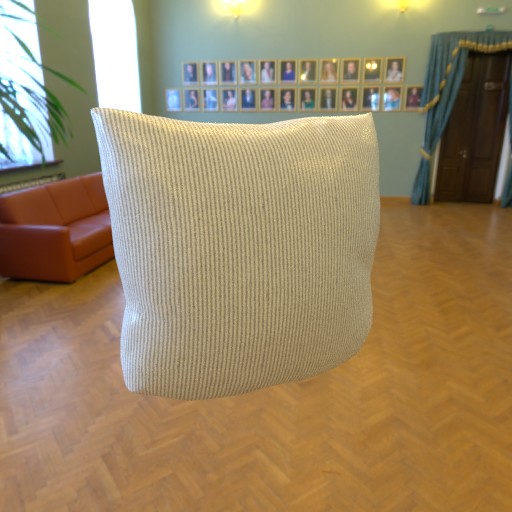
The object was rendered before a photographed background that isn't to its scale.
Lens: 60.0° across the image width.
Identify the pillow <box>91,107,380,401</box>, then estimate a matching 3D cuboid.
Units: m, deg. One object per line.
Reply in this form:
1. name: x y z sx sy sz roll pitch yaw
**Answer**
1. pillow: 0.000 0.000 0.685 0.387 0.432 0.310 3 17 8
